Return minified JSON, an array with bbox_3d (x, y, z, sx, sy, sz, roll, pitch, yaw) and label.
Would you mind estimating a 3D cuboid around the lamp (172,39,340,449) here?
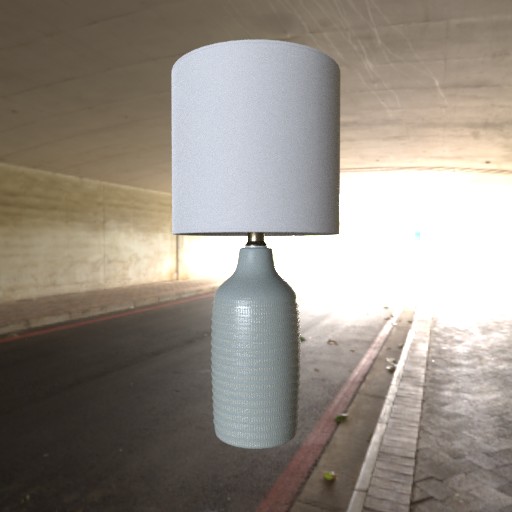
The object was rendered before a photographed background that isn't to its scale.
[{"bbox_3d":[0.000,0.000,0.595,0.220,0.475,0.220,-1,2,-35],"label":"lamp"}]
